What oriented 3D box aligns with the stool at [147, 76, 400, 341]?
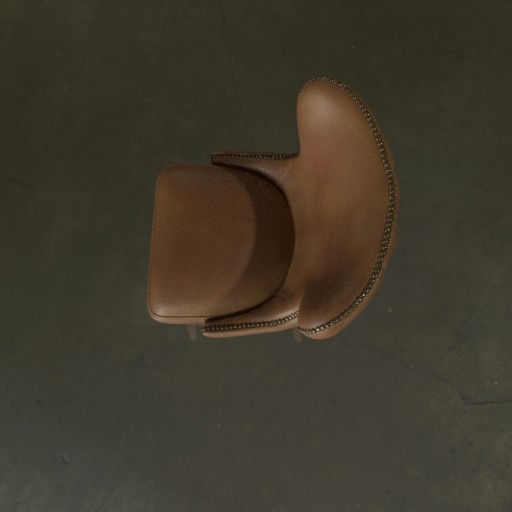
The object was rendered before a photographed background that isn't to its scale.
[{"bbox_3d":[0.000,0.000,1.430,0.606,1.087,0.591,1,75,0],"label":"stool"}]
